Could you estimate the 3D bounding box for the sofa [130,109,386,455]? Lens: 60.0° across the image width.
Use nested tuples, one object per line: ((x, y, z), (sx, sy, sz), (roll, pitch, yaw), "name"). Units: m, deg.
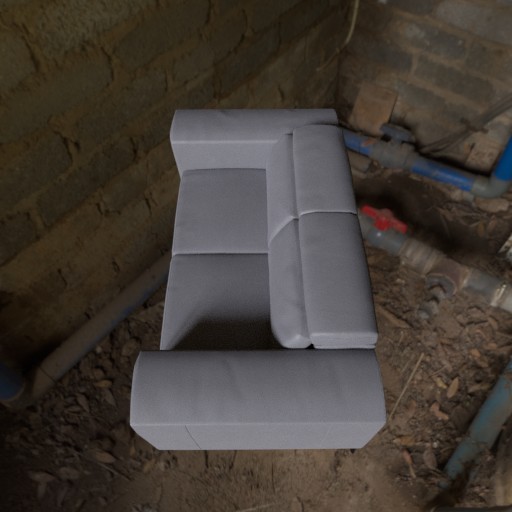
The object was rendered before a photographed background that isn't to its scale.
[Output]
((0.000, 0.000, 2.391), (1.003, 0.779, 1.895), (0, 56, 0), "sofa")
